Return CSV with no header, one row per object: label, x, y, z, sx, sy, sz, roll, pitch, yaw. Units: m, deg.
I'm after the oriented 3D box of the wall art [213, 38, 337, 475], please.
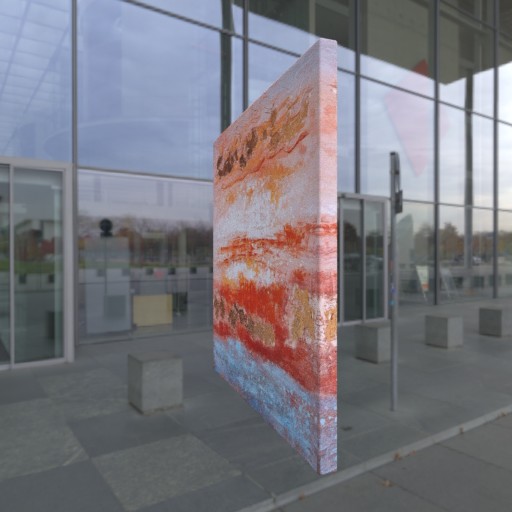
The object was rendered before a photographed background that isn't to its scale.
wall art,0.000,0.000,1.111,0.035,0.747,0.747,0,0,-20
